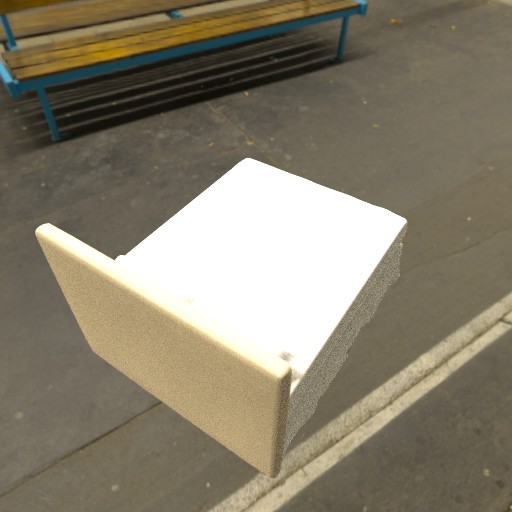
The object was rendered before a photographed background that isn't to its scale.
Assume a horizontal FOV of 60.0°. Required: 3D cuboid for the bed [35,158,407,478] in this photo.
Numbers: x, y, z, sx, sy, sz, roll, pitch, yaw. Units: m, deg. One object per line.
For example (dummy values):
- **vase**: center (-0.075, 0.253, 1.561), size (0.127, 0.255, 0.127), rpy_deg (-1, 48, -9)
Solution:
- **bed**: center (0.000, 0.000, 3.230), size (1.723, 1.330, 2.142), rpy_deg (26, 51, 23)
